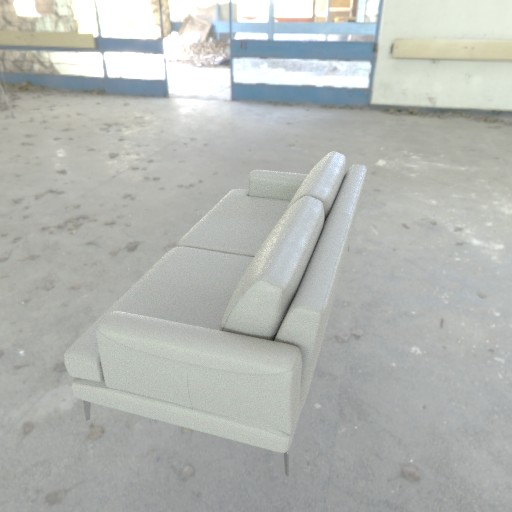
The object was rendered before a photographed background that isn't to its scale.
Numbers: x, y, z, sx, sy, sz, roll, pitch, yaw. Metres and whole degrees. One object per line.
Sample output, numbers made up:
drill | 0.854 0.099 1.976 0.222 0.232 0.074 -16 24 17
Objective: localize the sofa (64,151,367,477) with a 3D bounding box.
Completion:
sofa | 0.000 0.000 2.366 0.974 0.765 1.940 8 30 15
